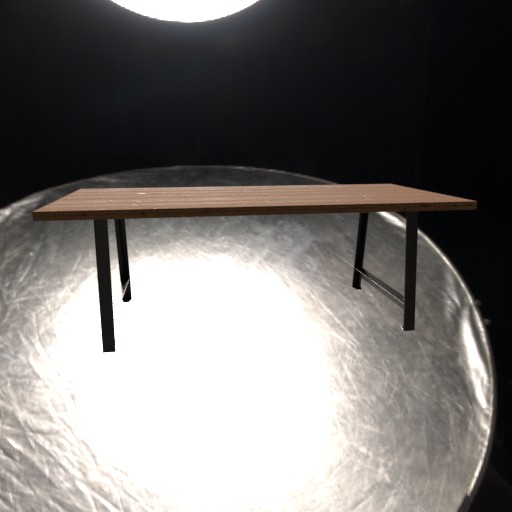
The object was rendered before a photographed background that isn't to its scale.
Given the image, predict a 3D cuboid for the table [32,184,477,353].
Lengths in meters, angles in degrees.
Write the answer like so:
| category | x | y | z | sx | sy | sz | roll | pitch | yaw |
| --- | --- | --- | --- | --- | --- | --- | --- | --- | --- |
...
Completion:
| category | x | y | z | sx | sy | sz | roll | pitch | yaw |
| --- | --- | --- | --- | --- | --- | --- | --- | --- | --- |
| table | 0.000 | 0.000 | 2.728 | 2.200 | 0.757 | 1.000 | -2 | 15 | -9 |
